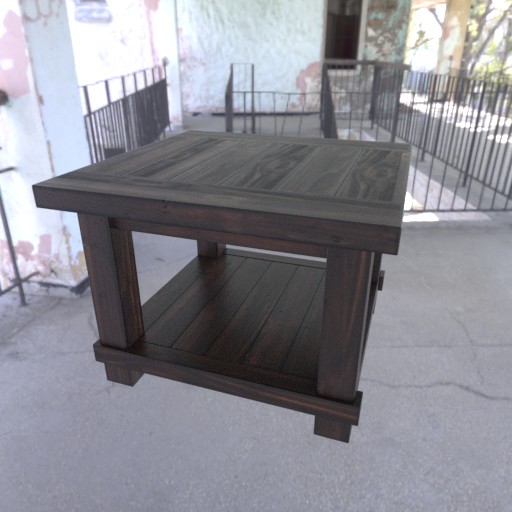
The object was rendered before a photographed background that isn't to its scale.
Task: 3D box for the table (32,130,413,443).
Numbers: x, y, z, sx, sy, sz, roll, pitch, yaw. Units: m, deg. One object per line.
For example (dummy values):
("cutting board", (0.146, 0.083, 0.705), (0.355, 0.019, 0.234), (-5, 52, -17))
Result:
("table", (0.000, 0.000, 1.011), (0.606, 0.437, 0.593), (8, 26, 17))
